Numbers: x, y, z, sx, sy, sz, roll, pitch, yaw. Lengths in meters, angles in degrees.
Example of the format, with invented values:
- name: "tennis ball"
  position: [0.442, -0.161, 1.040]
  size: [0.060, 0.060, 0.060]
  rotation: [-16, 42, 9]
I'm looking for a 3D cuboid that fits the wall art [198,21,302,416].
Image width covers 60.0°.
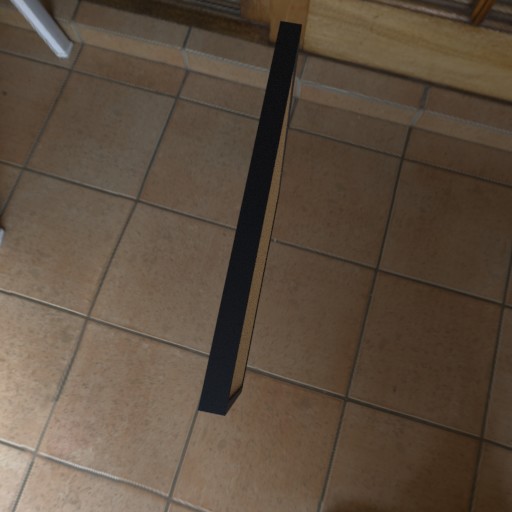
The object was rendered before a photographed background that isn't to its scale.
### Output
- name: "wall art"
  position: [0.000, 0.000, 0.532]
  size: [0.019, 0.381, 0.330]
  rotation: [10, 76, 3]
